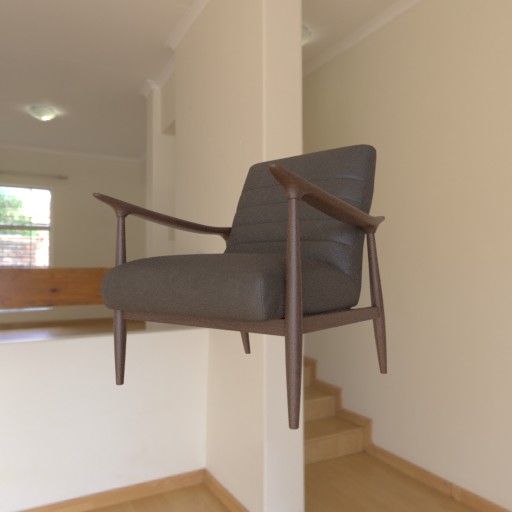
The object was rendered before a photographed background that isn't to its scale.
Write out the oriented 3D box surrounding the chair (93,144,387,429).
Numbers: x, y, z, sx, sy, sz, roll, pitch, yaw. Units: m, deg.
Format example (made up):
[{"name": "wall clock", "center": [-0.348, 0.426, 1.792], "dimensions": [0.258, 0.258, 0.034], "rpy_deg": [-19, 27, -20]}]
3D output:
[{"name": "chair", "center": [0.000, 0.000, 1.485], "dimensions": [0.741, 0.831, 0.798], "rpy_deg": [-1, -2, 36]}]
